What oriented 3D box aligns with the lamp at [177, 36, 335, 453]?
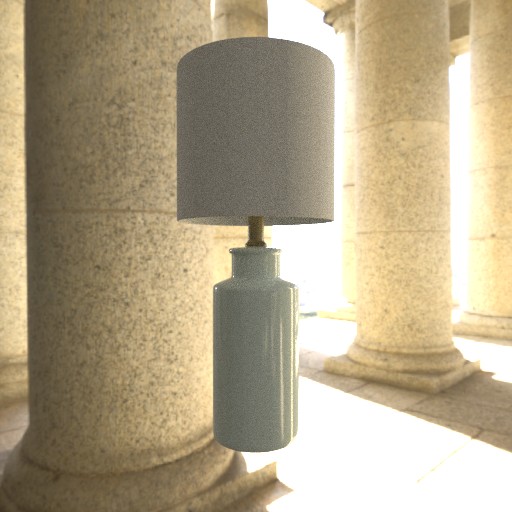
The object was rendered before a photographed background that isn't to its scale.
[{"bbox_3d":[0.000,0.000,0.603,0.212,0.493,0.212,0,1,16],"label":"lamp"}]
